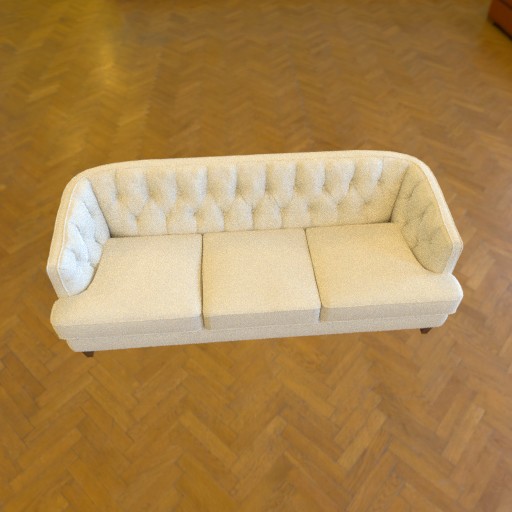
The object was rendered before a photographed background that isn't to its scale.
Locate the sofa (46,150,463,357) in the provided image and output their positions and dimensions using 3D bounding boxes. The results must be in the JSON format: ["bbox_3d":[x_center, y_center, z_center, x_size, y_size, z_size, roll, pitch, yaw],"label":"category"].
[{"bbox_3d":[0.000,0.000,2.725,2.278,0.855,0.941,-3,47,-3],"label":"sofa"}]
